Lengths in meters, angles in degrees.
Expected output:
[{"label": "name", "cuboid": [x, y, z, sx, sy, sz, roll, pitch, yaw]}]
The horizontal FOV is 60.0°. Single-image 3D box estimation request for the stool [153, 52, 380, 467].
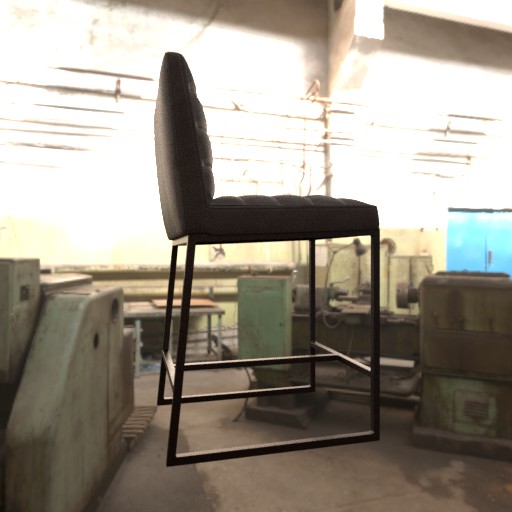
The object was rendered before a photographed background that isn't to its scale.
[{"label": "stool", "cuboid": [0.000, 0.000, 1.274, 0.562, 0.946, 0.463, 0, 0, -15]}]
